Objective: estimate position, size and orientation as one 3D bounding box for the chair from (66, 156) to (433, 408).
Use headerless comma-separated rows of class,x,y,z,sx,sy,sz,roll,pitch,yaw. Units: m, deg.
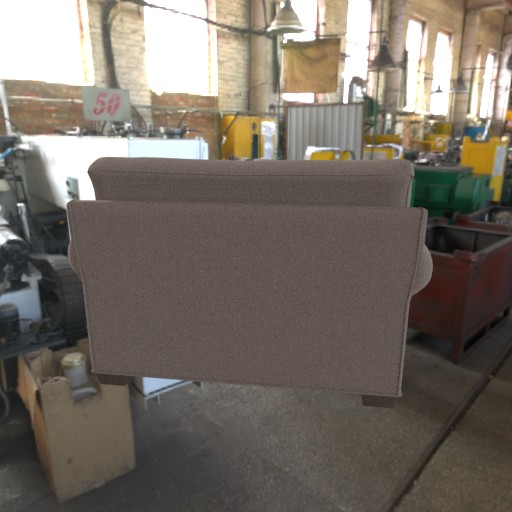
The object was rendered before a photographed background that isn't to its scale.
chair,0.000,0.000,2.067,1.390,0.930,0.930,2,16,8
